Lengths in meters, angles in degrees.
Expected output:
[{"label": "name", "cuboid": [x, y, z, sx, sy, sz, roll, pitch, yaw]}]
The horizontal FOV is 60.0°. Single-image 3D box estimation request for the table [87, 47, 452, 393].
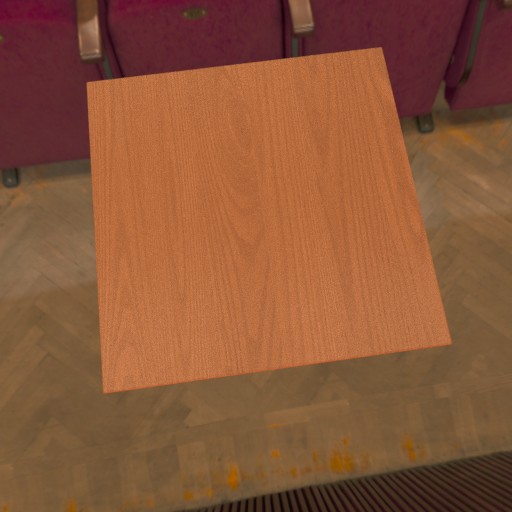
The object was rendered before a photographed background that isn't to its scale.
[{"label": "table", "cuboid": [0.000, 0.000, 0.815, 0.400, 0.550, 0.400, -8, 76, -2]}]
